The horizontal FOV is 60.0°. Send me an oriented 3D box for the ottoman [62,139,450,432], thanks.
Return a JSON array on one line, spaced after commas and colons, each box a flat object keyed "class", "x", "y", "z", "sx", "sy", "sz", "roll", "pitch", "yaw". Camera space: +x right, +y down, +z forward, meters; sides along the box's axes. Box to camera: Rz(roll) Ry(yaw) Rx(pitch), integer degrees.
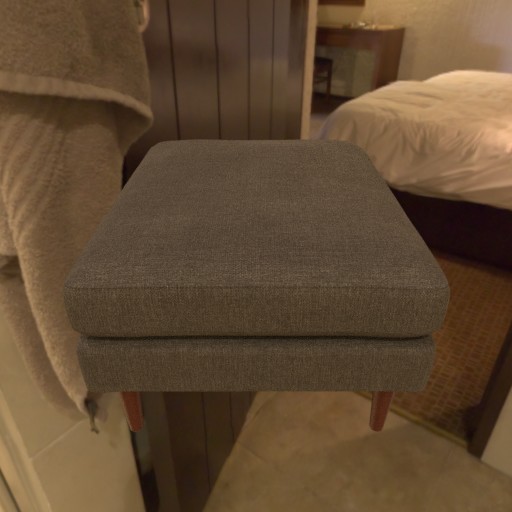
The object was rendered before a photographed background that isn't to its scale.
[{"class": "ottoman", "x": 0.000, "y": 0.000, "z": 1.193, "sx": 0.693, "sy": 0.474, "sz": 0.821, "roll": 0, "pitch": 31, "yaw": 0}]
